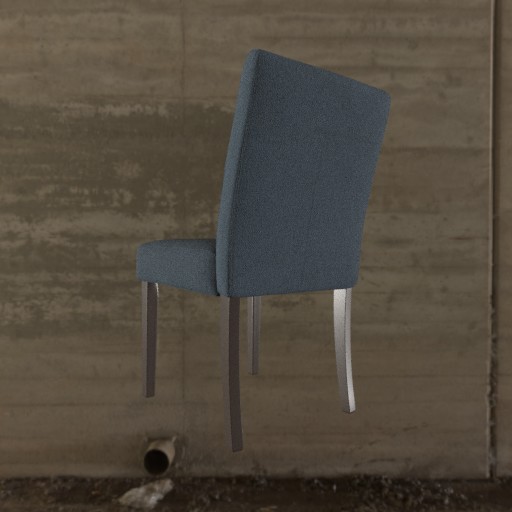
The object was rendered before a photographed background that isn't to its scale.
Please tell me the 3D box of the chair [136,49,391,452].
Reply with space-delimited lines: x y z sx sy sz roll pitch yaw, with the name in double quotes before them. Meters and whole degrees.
"chair" 0.000 0.000 1.270 0.487 0.882 0.629 -1 1 -37
